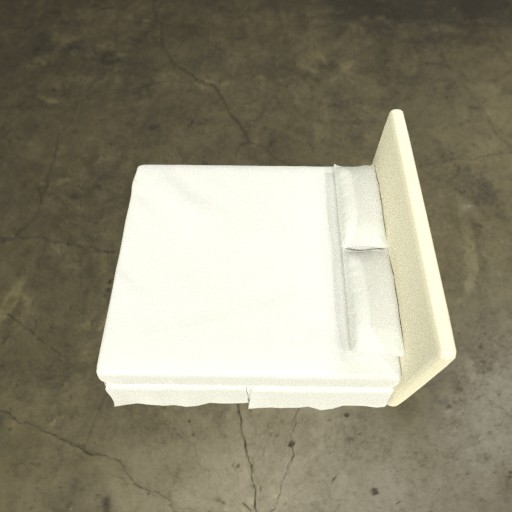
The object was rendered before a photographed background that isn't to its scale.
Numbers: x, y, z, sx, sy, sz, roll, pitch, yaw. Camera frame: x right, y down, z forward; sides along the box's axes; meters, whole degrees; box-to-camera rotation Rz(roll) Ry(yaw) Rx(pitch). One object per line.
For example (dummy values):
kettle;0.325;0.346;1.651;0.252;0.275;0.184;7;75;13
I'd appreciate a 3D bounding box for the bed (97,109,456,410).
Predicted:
bed;0.000;0.000;3.569;2.341;1.317;2.119;1;59;0
